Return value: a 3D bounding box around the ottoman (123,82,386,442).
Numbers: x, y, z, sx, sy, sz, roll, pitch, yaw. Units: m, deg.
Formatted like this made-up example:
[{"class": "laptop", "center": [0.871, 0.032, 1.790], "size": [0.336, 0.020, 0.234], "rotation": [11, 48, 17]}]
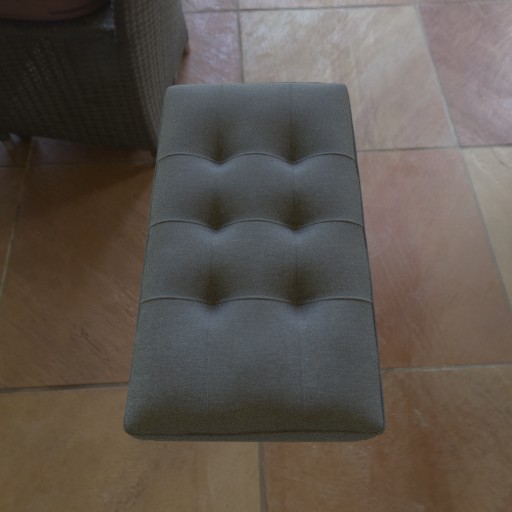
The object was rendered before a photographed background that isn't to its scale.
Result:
[{"class": "ottoman", "center": [0.000, 0.000, 1.463], "size": [0.648, 0.514, 1.143], "rotation": [0, 65, 0]}]
